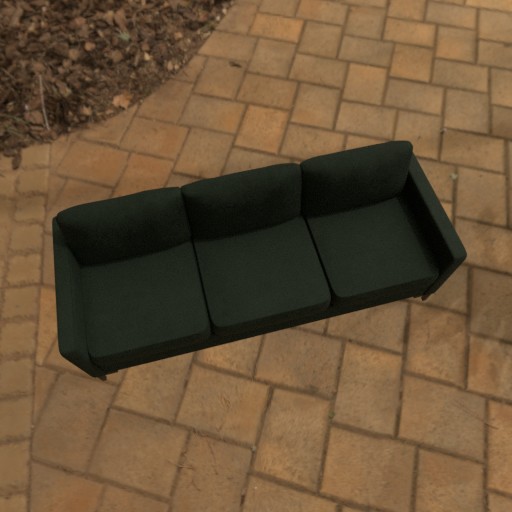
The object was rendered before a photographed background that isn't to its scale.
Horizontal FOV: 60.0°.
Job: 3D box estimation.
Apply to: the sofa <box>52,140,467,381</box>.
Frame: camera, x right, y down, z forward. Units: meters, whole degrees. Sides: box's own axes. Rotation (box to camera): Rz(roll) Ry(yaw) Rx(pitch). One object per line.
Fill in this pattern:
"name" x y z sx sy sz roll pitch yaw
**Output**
"sofa" 0.000 0.000 2.682 2.218 0.870 0.859 -13 63 -7
